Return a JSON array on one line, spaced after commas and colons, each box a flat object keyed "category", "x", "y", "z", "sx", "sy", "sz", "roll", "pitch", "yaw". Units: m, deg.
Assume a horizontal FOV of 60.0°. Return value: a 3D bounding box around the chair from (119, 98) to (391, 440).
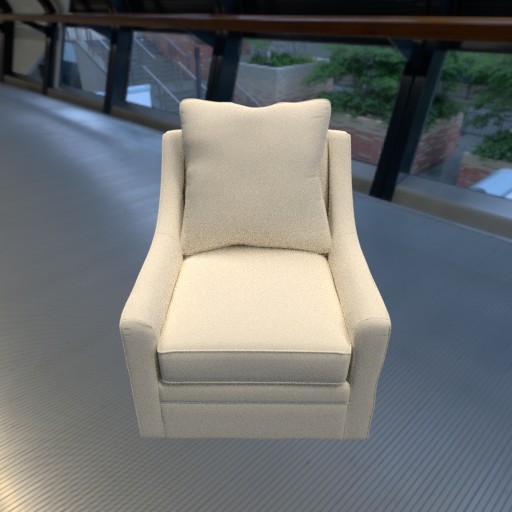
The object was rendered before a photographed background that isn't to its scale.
[{"category": "chair", "x": 0.000, "y": 0.000, "z": 1.599, "sx": 0.756, "sy": 0.965, "sz": 0.876, "roll": 0, "pitch": 30, "yaw": 0}]
